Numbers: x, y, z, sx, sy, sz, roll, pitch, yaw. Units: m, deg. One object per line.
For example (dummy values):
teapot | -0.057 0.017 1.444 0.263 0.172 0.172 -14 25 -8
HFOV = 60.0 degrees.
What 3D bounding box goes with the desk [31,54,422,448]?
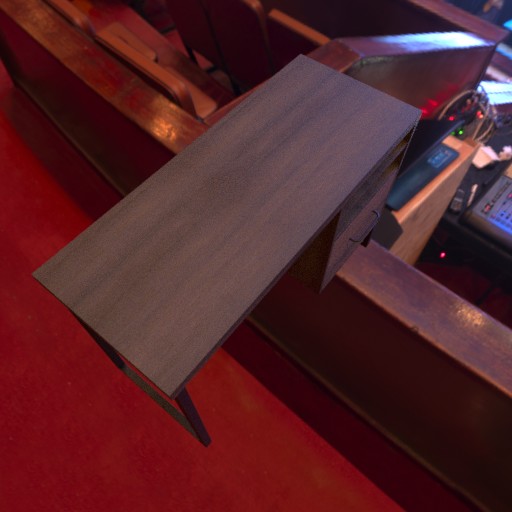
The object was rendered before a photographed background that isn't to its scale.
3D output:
desk | 0.000 0.000 1.556 0.511 0.752 1.134 34 64 19
